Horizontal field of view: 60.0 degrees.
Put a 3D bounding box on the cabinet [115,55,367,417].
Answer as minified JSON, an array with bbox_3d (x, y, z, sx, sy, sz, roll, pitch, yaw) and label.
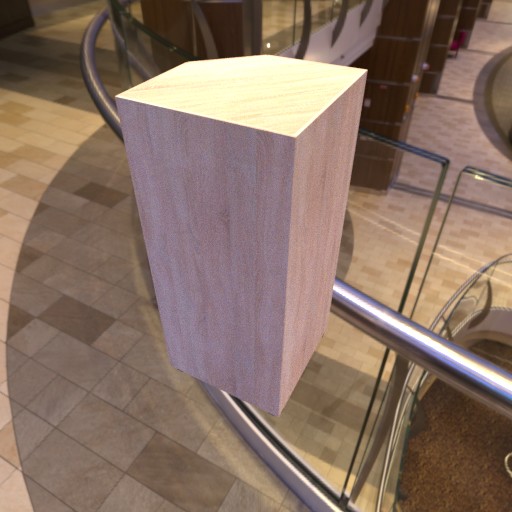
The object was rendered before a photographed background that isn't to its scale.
[{"bbox_3d":[0.000,0.000,2.845,1.327,2.120,1.094,-11,41,-13],"label":"cabinet"}]
